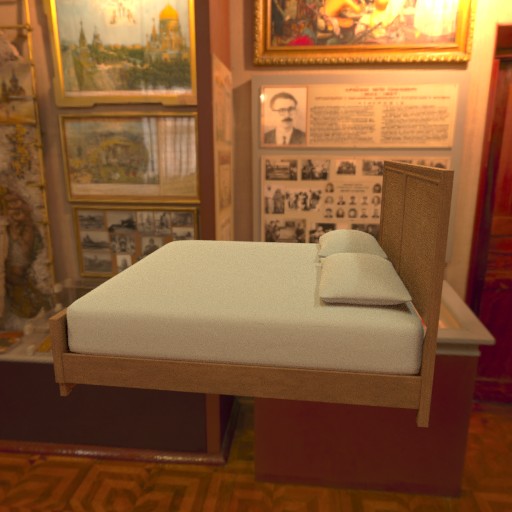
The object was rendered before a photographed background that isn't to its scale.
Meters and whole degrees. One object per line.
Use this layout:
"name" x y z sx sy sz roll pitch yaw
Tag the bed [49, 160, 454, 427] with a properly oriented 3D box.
"bed" 0.000 0.000 3.381 2.184 1.387 2.003 2 14 8
